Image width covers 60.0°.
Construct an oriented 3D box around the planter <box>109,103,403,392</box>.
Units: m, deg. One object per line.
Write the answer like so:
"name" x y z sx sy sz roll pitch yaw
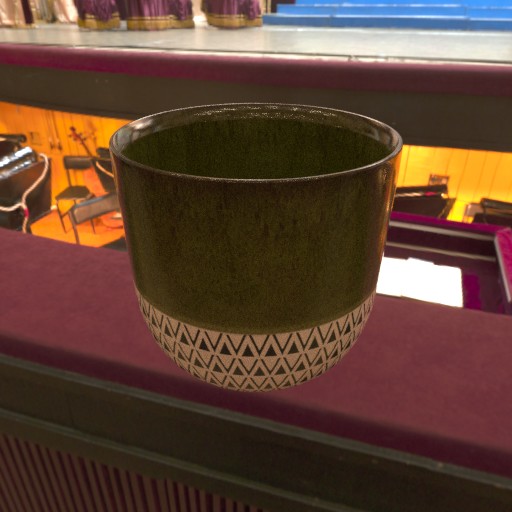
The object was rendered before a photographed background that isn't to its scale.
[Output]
"planter" 0.000 0.000 0.482 0.266 0.270 0.266 0 30 0
